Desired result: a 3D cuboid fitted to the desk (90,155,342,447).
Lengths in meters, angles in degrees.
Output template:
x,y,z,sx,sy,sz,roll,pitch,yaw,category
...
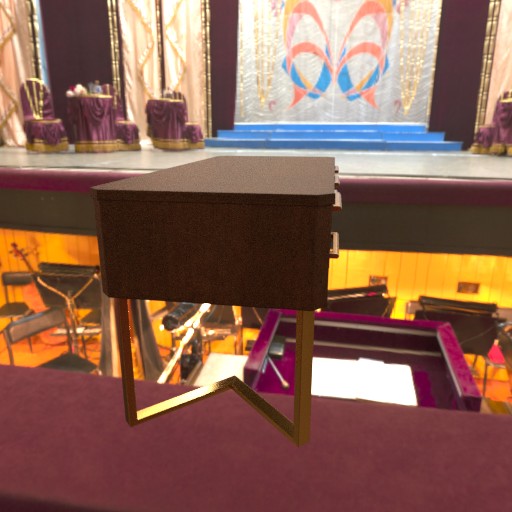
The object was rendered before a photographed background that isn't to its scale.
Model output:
x,y,z,sx,sy,sz,roll,pitch,yaw,category
0.000,0.000,1.934,0.684,0.762,1.479,3,16,9,desk
